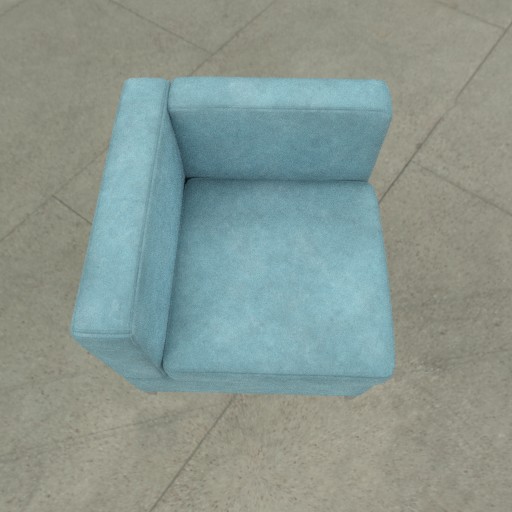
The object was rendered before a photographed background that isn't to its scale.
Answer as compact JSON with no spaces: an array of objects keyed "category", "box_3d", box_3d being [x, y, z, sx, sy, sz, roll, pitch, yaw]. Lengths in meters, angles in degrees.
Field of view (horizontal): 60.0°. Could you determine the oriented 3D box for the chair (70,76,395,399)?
[{"category":"chair","box_3d":[0.000,0.000,1.219,0.684,0.660,0.691,1,64,1]}]
